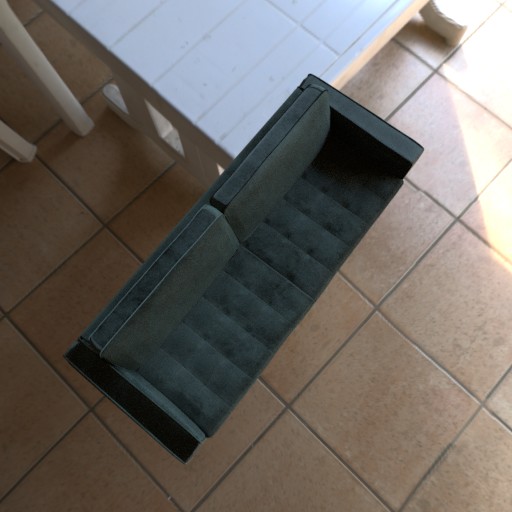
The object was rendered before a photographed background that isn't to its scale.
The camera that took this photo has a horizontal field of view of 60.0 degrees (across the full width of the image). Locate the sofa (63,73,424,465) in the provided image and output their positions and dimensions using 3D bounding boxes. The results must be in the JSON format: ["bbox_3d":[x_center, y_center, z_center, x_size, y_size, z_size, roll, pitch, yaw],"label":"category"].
[{"bbox_3d":[0.000,0.000,2.635,0.886,0.781,2.214,37,78,9],"label":"sofa"}]
